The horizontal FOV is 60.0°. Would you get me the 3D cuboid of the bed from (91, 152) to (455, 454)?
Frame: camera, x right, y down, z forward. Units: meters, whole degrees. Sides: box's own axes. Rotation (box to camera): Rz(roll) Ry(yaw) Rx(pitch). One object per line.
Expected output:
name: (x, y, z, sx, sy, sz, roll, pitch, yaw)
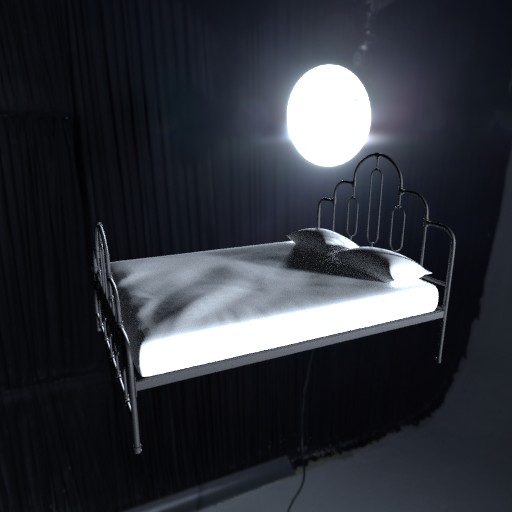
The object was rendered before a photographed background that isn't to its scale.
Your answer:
bed: (0.000, 0.000, 3.226, 2.163, 1.429, 1.640, -7, 17, -25)
